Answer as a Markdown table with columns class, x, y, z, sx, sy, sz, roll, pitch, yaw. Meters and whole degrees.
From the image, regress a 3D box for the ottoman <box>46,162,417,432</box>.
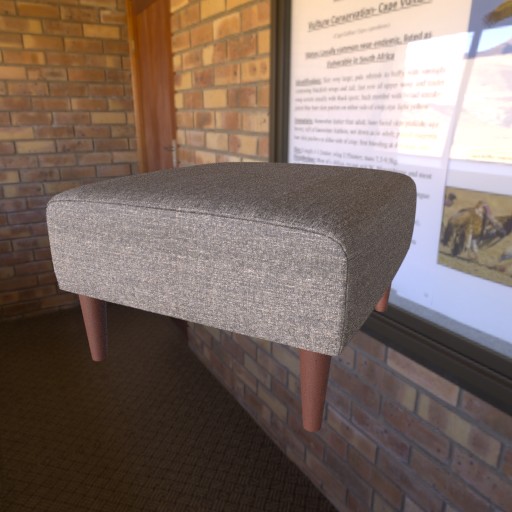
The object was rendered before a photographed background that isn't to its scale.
| class | x | y | z | sx | sy | sz | roll | pitch | yaw |
| --- | --- | --- | --- | --- | --- | --- | --- | --- | --- |
| ottoman | 0.000 | 0.000 | 1.062 | 0.648 | 0.399 | 0.655 | 9 | 20 | 26 |
